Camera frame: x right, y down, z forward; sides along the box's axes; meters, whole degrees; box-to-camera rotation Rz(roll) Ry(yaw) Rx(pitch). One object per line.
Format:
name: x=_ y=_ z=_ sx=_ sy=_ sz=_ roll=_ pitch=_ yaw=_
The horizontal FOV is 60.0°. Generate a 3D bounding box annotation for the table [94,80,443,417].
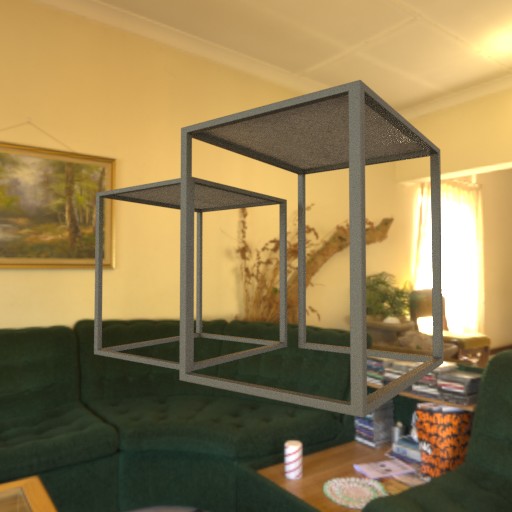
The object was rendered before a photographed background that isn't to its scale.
table: x=0.000 y=0.000 z=1.144 sx=0.788 sy=0.540 sz=0.508 roll=-1 pitch=-2 yaw=36
